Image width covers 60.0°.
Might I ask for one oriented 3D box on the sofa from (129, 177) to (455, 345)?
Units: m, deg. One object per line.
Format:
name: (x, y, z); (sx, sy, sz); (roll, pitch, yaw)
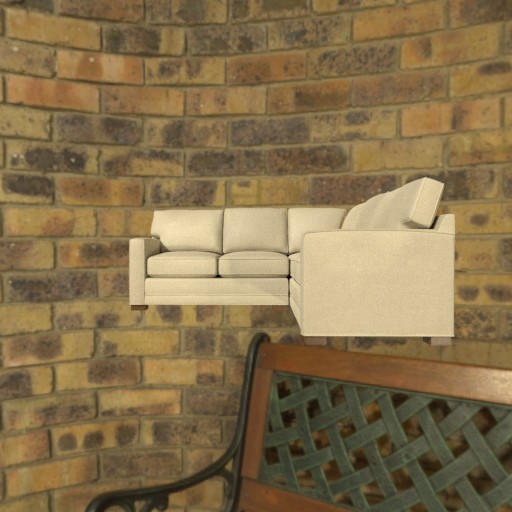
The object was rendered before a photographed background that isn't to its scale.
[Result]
sofa: (0.000, 0.000, 3.469); (2.182, 0.939, 2.189); (0, 1, 1)
